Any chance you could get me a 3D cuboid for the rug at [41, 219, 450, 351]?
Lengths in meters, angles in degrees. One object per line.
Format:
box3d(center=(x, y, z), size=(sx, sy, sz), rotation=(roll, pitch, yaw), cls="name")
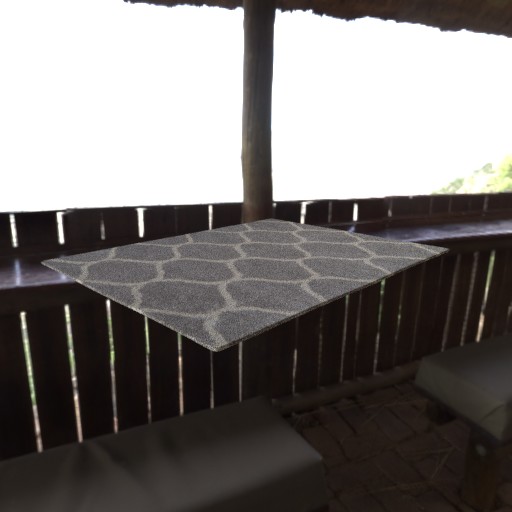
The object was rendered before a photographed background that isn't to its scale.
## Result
box3d(center=(0.000, 0.000, 4.123), size=(2.399, 0.026, 3.000), rotation=(14, 21, 43), cls="rug")
